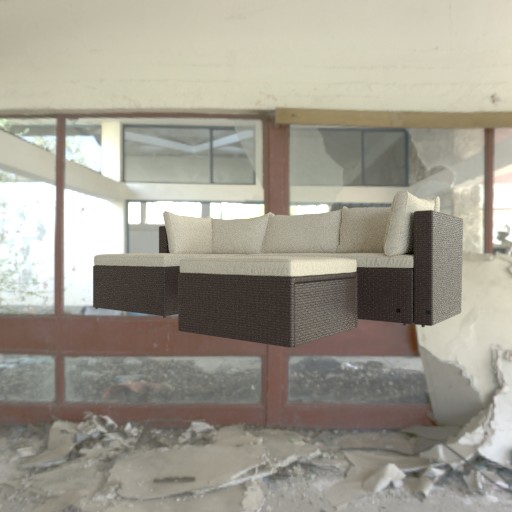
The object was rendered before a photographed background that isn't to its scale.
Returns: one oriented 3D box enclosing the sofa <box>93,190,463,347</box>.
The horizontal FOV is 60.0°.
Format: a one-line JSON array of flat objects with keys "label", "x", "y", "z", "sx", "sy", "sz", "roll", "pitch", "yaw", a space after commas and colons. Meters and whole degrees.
[{"label": "sofa", "x": 0.000, "y": 0.000, "z": 2.927, "sx": 2.192, "sy": 0.766, "sz": 1.612, "roll": 0, "pitch": 0, "yaw": 37}]
